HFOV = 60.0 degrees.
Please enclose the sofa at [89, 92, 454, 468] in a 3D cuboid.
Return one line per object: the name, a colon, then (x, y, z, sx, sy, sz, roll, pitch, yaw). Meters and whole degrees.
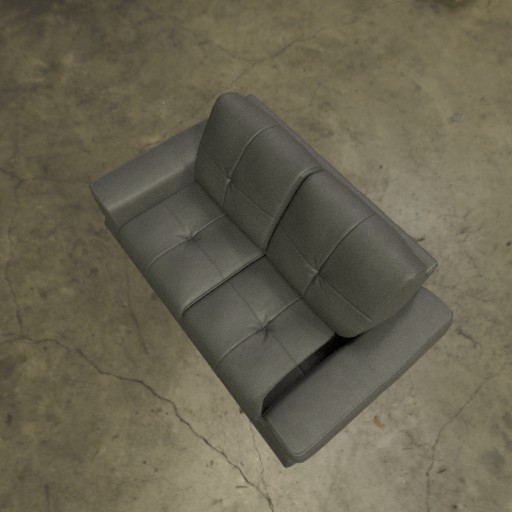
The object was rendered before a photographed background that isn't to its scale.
sofa: (0.000, 0.000, 2.322, 1.018, 0.907, 1.806, -35, 67, -17)
